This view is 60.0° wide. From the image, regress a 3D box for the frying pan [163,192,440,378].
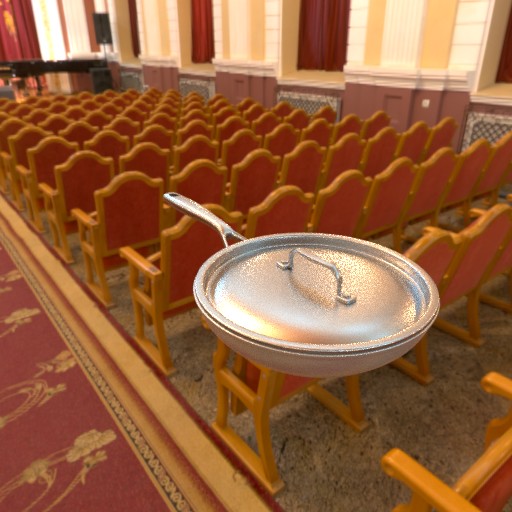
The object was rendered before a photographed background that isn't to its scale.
[{"bbox_3d":[0.000,0.000,0.590,0.272,0.086,0.490,-18,31,-33],"label":"frying pan"}]
